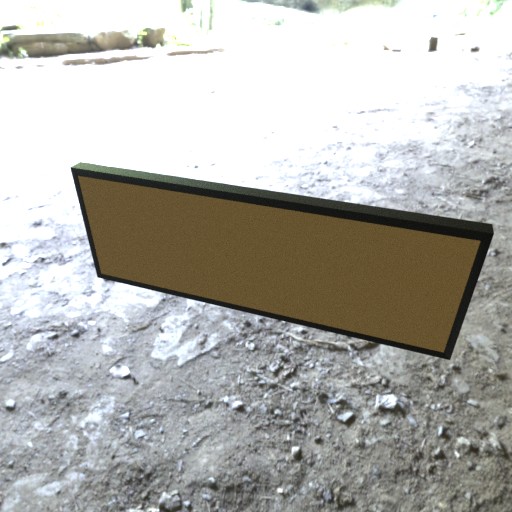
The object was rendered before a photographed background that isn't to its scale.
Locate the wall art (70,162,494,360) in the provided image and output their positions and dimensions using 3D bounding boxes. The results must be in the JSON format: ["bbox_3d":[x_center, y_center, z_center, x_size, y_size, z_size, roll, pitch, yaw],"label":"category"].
[{"bbox_3d":[0.000,0.000,0.961,0.860,0.303,0.037,11,35,16],"label":"wall art"}]
